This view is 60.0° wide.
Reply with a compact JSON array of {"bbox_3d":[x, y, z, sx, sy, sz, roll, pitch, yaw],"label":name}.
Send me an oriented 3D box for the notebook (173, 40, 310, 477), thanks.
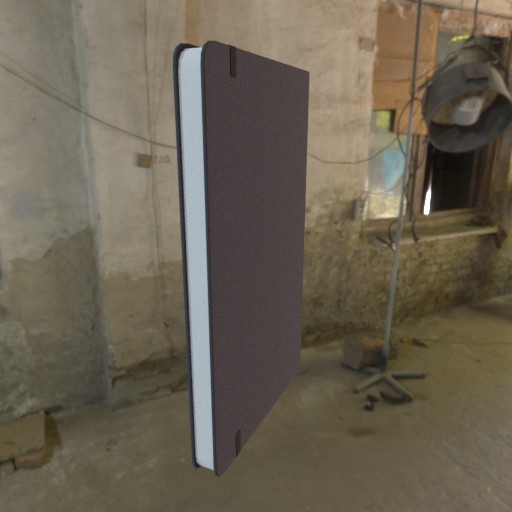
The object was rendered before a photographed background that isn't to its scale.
[{"bbox_3d":[0.000,0.000,0.259,0.016,0.213,0.127,8,18,24],"label":"notebook"}]
